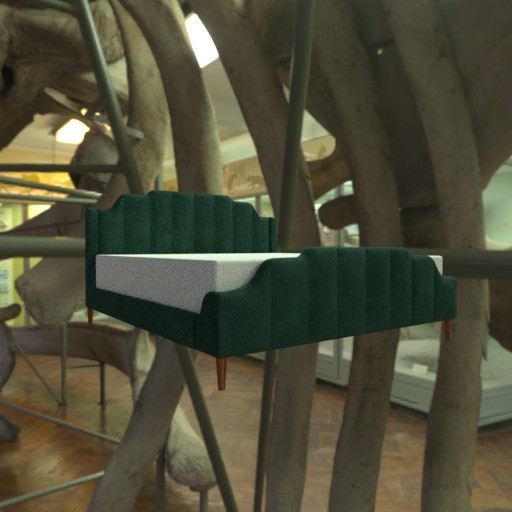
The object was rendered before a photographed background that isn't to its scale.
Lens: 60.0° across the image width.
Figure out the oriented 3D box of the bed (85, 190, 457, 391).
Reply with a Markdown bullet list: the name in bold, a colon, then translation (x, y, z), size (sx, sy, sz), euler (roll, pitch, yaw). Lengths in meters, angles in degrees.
- **bed**: translation (0.000, 0.000, 3.604), size (2.074, 1.245, 2.340), euler (-1, 1, -36)
